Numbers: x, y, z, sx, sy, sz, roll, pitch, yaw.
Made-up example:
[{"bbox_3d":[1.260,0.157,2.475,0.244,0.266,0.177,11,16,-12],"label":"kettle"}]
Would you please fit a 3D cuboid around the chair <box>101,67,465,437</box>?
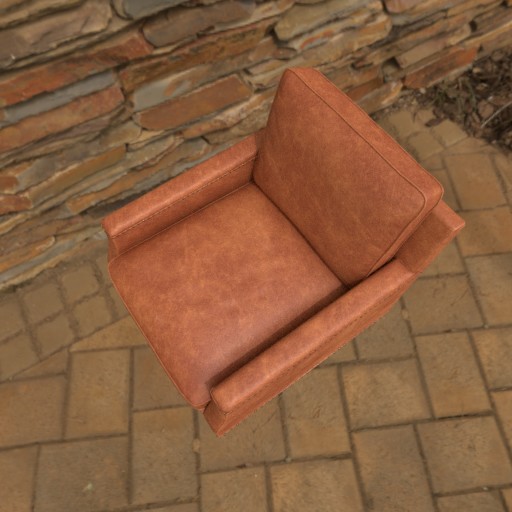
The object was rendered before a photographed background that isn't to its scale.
[{"bbox_3d":[0.000,0.000,1.687,1.014,0.943,0.853,-33,68,-15],"label":"chair"}]
